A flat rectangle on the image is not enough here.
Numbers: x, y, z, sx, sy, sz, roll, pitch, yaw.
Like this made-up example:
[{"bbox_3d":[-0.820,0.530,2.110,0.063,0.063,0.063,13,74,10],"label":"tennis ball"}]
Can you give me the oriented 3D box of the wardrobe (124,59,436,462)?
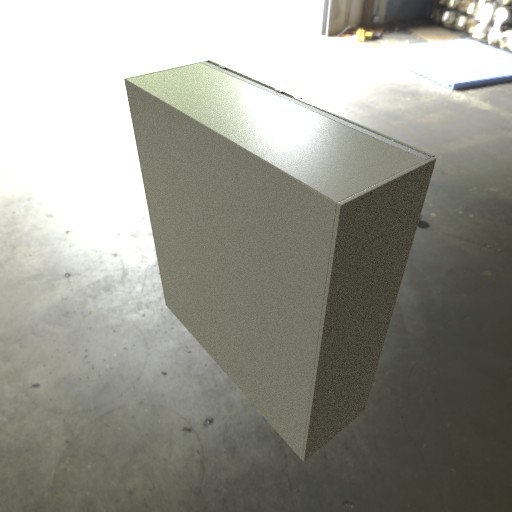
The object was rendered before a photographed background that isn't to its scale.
[{"bbox_3d":[0.000,0.000,2.907,0.629,1.960,1.780,-27,47,-29],"label":"wardrobe"}]
